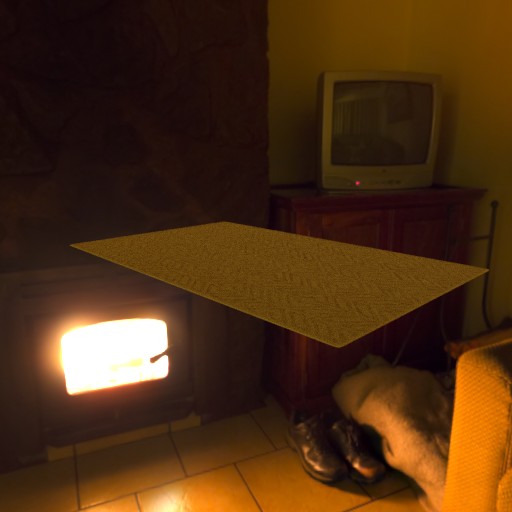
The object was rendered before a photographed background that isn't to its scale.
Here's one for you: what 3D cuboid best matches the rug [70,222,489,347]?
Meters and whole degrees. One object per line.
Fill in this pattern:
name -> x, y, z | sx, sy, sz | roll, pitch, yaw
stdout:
rug -> 0.000, 0.000, 2.976 | 1.523, 0.008, 2.438 | -13, 19, -43
